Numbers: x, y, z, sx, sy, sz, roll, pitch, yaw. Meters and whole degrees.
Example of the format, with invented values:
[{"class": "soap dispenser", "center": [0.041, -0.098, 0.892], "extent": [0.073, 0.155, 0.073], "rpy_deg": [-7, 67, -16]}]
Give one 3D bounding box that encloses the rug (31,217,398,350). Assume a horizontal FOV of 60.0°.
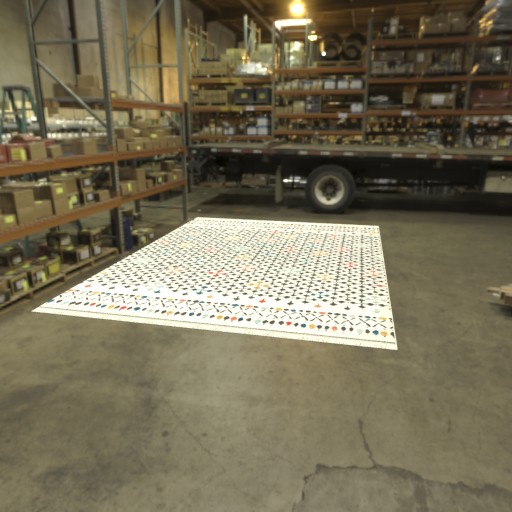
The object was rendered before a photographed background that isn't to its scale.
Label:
[{"class": "rug", "center": [0.000, 0.000, 2.048], "extent": [1.146, 0.006, 1.556], "rpy_deg": [4, 17, 12]}]
